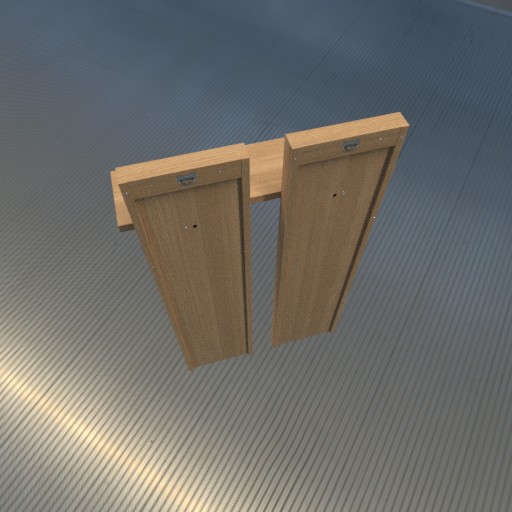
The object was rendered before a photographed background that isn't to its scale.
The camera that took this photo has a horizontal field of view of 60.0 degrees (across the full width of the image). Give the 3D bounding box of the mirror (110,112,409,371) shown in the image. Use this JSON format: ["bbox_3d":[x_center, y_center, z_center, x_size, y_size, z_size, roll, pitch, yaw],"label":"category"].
[{"bbox_3d":[0.000,0.000,1.620,0.800,1.250,0.260,-13,58,-9],"label":"mirror"}]
